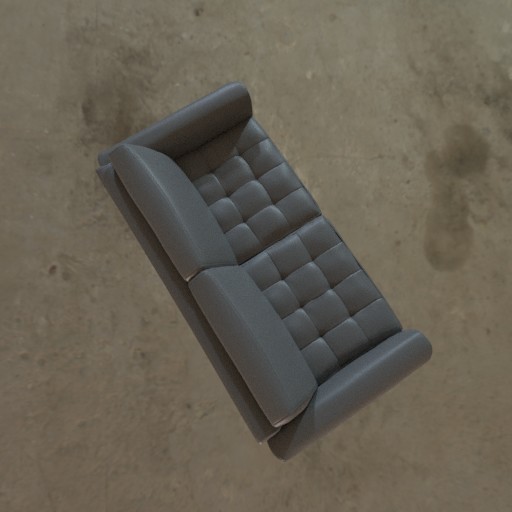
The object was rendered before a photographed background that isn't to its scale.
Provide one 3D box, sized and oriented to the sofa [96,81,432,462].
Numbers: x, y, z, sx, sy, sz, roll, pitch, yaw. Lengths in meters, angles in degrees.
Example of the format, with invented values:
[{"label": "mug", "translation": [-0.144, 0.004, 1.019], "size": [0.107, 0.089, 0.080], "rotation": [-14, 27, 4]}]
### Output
[{"label": "sofa", "translation": [0.000, 0.000, 2.789], "size": [1.121, 0.930, 2.177], "rotation": [-32, 78, -8]}]
